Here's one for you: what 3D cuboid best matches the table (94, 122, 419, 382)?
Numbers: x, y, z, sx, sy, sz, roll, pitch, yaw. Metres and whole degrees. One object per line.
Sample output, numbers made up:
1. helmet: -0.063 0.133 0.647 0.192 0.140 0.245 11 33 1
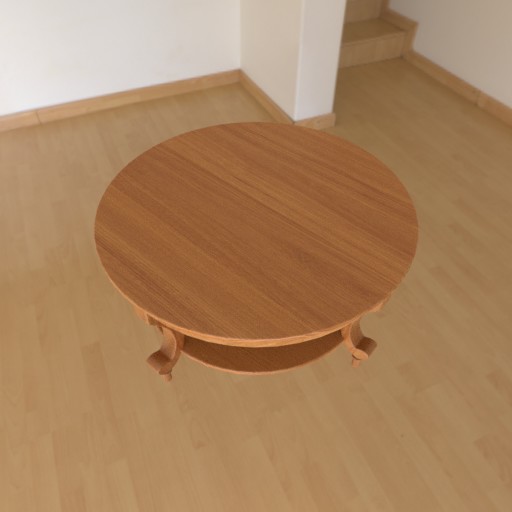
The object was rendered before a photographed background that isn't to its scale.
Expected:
1. table: 0.000 0.000 1.614 1.029 0.490 1.029 0 47 0
